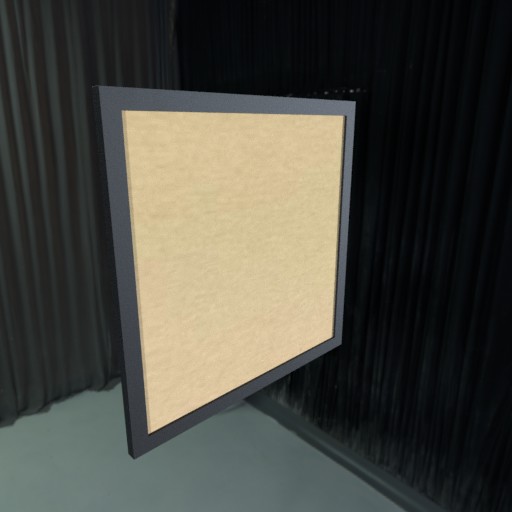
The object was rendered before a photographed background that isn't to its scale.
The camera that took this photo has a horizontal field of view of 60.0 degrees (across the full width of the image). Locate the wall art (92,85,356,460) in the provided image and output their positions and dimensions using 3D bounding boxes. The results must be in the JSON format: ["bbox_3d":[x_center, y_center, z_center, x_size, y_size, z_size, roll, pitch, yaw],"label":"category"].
[{"bbox_3d":[0.000,0.000,0.524,0.358,0.357,0.012,-15,22,-42],"label":"wall art"}]
